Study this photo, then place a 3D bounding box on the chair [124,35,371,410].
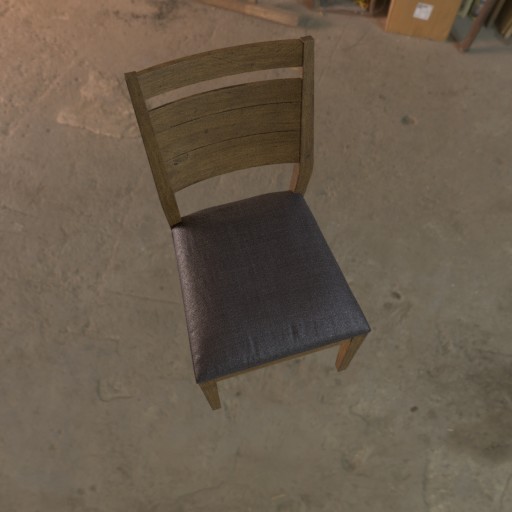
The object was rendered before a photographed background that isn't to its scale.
[{"bbox_3d":[0.000,0.000,1.270,0.501,0.939,0.610,-15,65,-7],"label":"chair"}]
